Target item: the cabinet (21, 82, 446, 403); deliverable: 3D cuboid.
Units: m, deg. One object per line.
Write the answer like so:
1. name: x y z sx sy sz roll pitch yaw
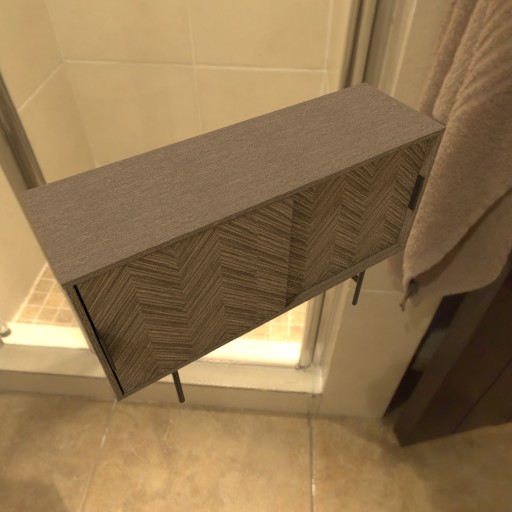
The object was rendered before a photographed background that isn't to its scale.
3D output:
1. cabinet: 0.000 0.000 1.538 1.194 0.787 0.405 -25 51 -22
